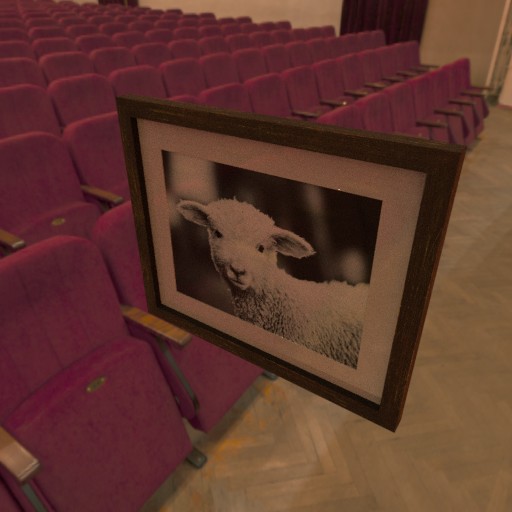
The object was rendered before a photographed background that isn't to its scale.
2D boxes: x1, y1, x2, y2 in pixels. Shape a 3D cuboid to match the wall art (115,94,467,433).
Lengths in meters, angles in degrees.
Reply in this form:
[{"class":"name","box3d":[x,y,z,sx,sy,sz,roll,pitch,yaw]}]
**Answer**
[{"class":"wall art","box3d":[0.000,0.000,0.742,0.558,0.457,0.032,19,35,29]}]
